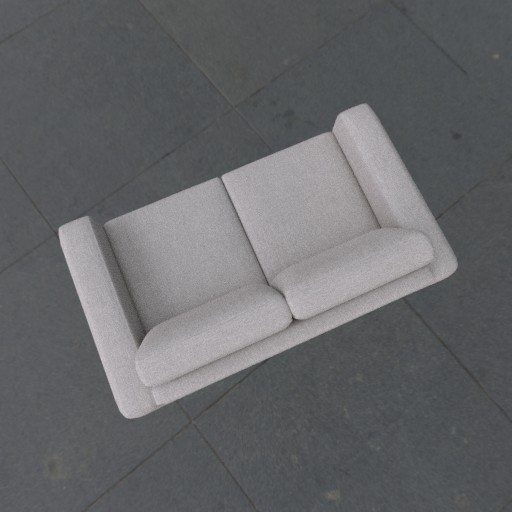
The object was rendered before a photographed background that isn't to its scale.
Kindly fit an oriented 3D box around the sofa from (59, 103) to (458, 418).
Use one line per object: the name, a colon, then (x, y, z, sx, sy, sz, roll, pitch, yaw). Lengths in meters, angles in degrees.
sofa: (0.000, 0.000, 2.069, 1.540, 0.800, 0.900, -23, 78, -5)
